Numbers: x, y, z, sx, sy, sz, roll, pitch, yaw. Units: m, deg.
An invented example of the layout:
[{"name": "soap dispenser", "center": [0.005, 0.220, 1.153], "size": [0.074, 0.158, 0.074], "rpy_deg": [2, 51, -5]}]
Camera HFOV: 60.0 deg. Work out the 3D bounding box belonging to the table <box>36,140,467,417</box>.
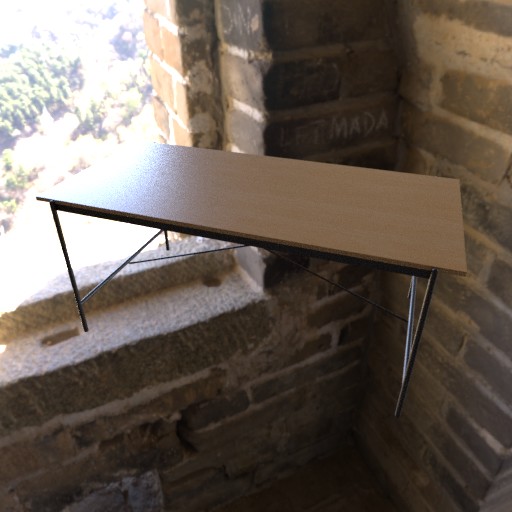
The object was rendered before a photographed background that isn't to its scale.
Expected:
[{"name": "table", "center": [0.000, 0.000, 2.278], "size": [1.800, 0.758, 0.900], "rpy_deg": [11, 34, 16]}]
